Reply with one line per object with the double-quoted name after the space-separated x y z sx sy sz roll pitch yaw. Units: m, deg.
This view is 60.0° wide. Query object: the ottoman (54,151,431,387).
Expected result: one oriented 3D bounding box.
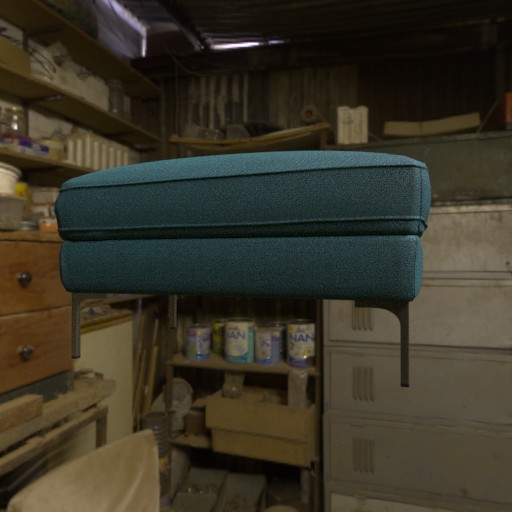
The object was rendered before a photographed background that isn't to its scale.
0.000 0.000 1.189 0.856 0.498 0.563 0 -1 18 "ottoman"
